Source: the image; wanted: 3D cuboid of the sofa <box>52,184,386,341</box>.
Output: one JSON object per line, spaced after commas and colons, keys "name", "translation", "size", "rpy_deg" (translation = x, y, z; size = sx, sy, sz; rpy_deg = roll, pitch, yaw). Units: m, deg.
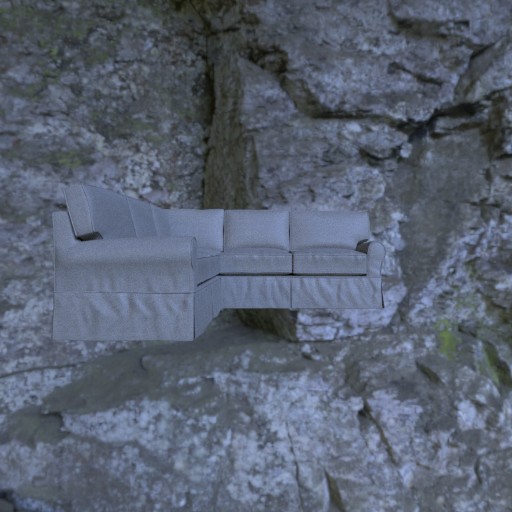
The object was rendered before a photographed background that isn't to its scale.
{"name": "sofa", "translation": [0.000, 0.000, 4.123], "size": [2.623, 1.081, 2.618], "rpy_deg": [0, 1, 1]}
